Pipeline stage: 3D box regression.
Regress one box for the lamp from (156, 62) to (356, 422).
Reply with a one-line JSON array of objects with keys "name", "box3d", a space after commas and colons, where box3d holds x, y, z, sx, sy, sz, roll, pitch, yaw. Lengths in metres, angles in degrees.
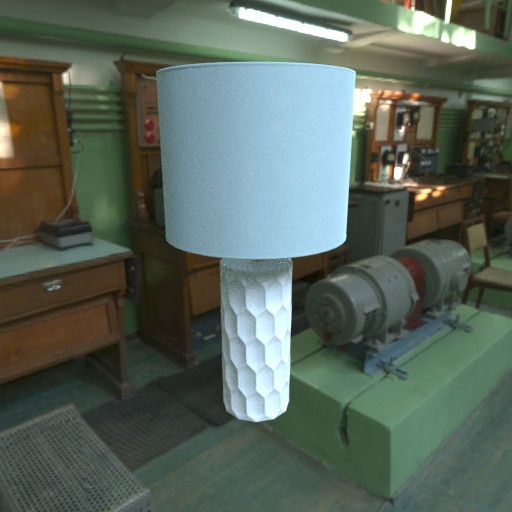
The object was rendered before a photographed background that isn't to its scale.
[{"name": "lamp", "box3d": [0.000, 0.000, 0.703, 0.277, 0.534, 0.277, 16, 23, 43]}]
